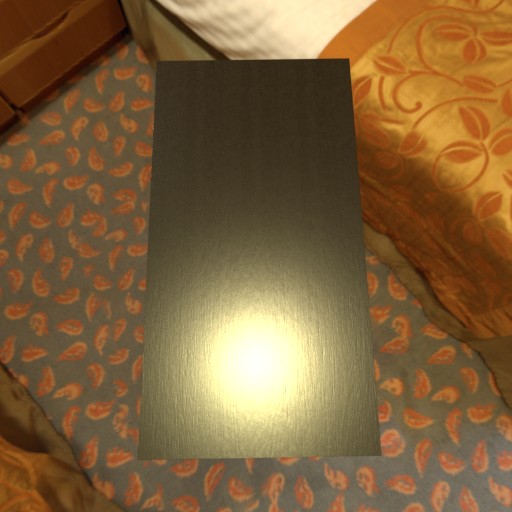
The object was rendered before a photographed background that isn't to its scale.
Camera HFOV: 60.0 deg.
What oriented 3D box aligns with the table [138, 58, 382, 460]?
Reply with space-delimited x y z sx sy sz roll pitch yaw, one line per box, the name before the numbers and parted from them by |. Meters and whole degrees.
table | 0.000 0.000 1.390 0.574 0.435 1.095 -1 75 0
